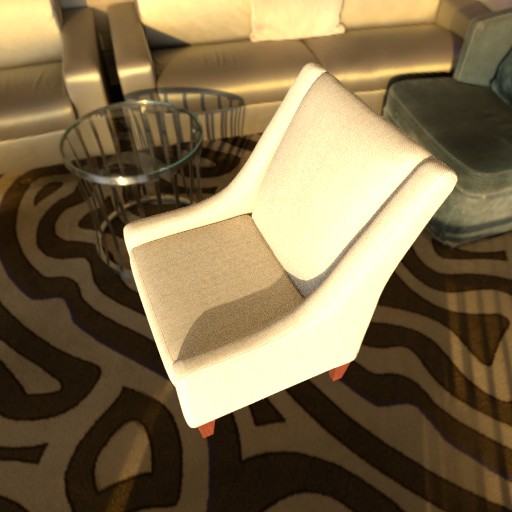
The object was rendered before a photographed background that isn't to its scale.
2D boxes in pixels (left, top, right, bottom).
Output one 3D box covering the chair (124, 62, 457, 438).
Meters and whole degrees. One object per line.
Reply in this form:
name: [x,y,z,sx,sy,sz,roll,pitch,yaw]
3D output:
chair: [0.000,0.000,1.638,0.870,1.014,0.774,-18,49,-16]
